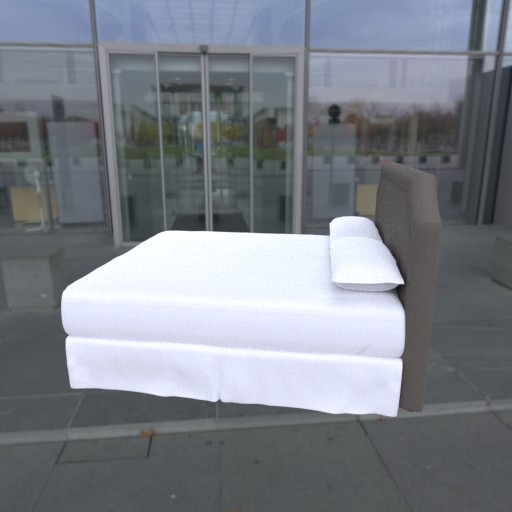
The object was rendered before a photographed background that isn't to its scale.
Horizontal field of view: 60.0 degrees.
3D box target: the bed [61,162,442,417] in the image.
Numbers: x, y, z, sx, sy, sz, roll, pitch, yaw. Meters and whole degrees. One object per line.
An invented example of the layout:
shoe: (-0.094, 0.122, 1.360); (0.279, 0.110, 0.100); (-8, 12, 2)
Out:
bed: (0.000, 0.000, 3.885); (2.536, 1.561, 2.194); (2, 15, 8)
